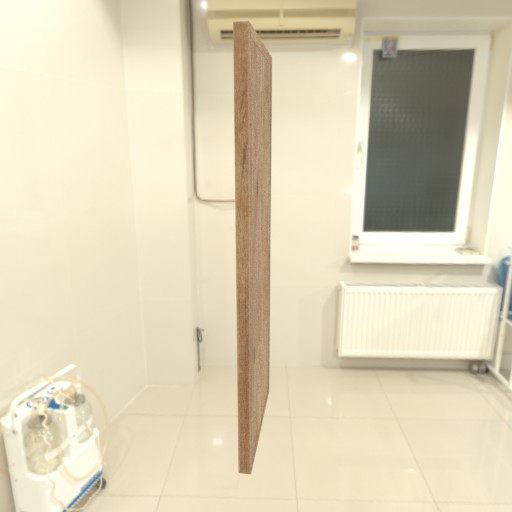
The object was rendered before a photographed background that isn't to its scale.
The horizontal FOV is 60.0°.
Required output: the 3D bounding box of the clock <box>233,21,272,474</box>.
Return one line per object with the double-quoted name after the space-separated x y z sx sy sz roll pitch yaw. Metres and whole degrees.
0.000 0.000 1.090 0.030 0.965 0.361 2 15 8 "clock"
